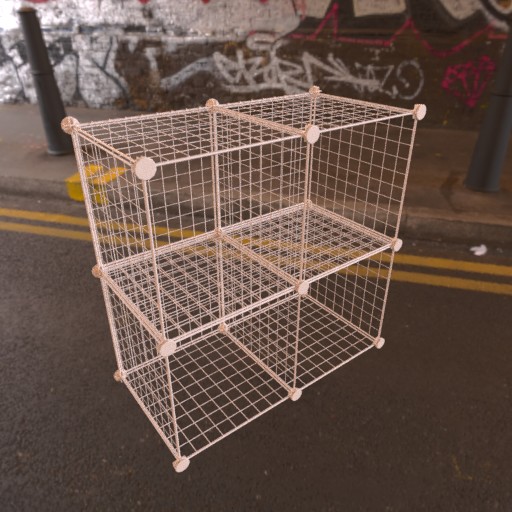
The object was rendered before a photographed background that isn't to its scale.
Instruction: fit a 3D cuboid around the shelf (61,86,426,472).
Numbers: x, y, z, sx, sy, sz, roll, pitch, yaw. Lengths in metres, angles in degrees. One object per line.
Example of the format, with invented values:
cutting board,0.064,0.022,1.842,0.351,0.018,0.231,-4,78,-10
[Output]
shelf,0.000,0.000,1.119,0.711,0.711,0.356,-20,35,-32
